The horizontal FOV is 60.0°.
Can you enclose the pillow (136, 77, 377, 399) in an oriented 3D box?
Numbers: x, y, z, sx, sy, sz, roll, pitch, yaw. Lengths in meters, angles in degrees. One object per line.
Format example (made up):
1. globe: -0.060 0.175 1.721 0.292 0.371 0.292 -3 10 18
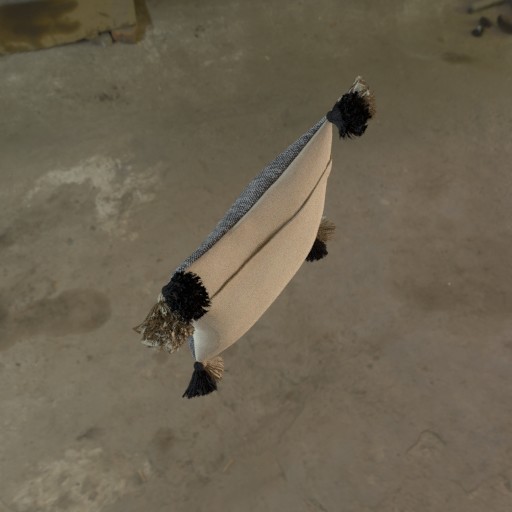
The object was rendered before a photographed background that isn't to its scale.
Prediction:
1. pillow: 0.000 0.000 0.996 0.170 0.659 0.654 36 70 16
